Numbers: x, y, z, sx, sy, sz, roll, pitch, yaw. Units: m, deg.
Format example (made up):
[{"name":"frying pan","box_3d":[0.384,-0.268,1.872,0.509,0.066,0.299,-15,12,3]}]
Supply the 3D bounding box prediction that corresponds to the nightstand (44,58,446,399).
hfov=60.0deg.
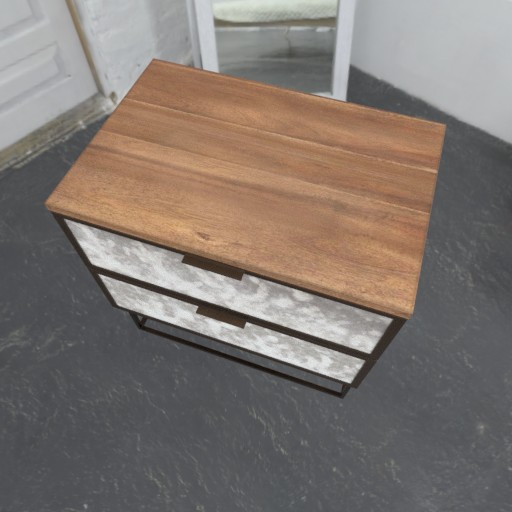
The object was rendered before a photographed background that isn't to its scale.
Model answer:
[{"name":"nightstand","box_3d":[0.000,0.000,1.034,0.605,0.611,0.427,17,60,10]}]
